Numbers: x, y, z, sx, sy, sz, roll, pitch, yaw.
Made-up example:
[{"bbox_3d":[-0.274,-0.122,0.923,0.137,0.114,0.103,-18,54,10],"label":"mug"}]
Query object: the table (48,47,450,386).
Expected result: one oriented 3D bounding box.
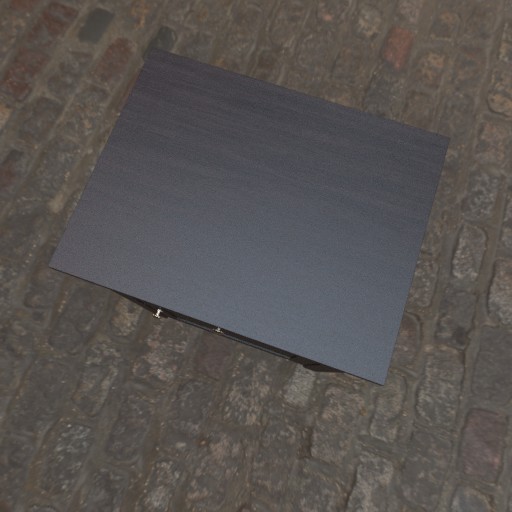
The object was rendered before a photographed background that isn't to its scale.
[{"bbox_3d":[0.000,0.000,0.942,0.480,0.635,0.381,19,76,5],"label":"table"}]
